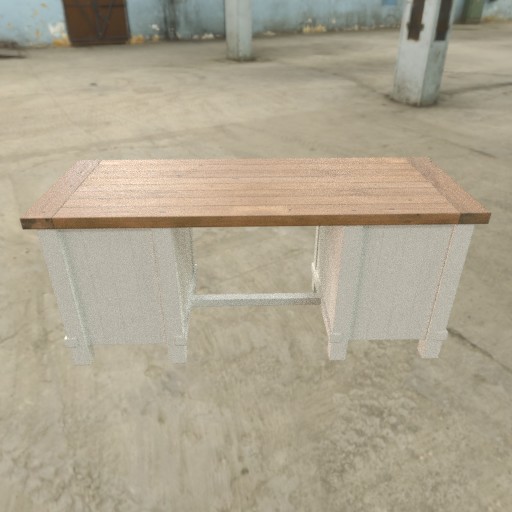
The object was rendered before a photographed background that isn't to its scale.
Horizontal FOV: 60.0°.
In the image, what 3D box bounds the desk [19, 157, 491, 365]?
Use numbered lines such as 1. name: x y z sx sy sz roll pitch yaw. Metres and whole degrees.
1. desk: 0.000 0.000 2.182 1.803 0.760 0.688 -1 30 -1
